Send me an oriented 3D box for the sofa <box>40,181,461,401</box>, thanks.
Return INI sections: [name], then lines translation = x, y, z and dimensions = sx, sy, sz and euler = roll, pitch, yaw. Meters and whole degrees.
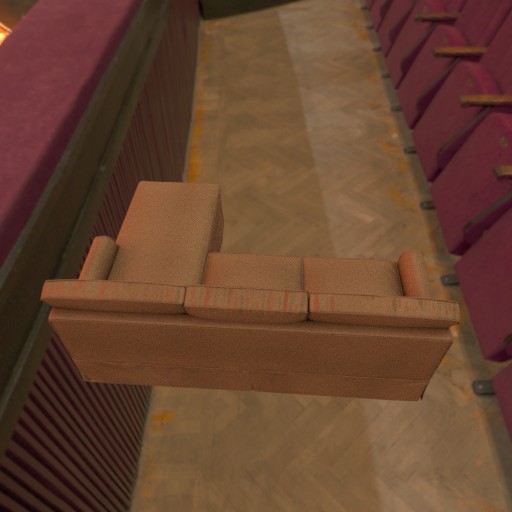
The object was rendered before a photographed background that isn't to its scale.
[sofa]
translation = 0.000, 0.000, 3.360
dimensions = 2.475, 0.978, 1.733
euler = 3, 47, 2
